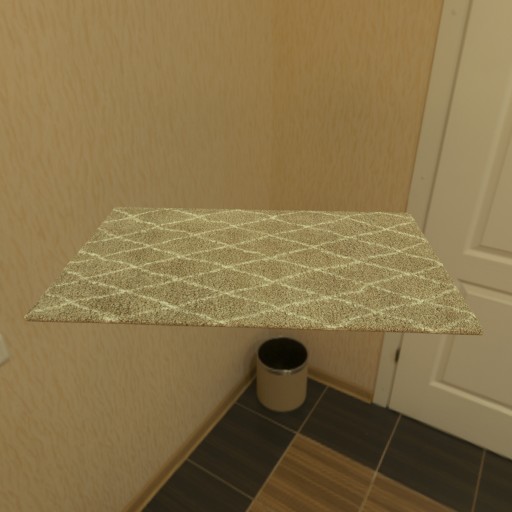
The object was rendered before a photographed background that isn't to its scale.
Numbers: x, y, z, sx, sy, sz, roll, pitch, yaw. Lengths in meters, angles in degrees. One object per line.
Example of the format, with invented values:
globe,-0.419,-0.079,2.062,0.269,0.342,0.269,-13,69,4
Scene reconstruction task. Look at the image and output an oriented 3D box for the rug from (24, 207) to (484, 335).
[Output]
rug,0.000,0.000,2.997,2.438,0.030,1.524,1,29,2
